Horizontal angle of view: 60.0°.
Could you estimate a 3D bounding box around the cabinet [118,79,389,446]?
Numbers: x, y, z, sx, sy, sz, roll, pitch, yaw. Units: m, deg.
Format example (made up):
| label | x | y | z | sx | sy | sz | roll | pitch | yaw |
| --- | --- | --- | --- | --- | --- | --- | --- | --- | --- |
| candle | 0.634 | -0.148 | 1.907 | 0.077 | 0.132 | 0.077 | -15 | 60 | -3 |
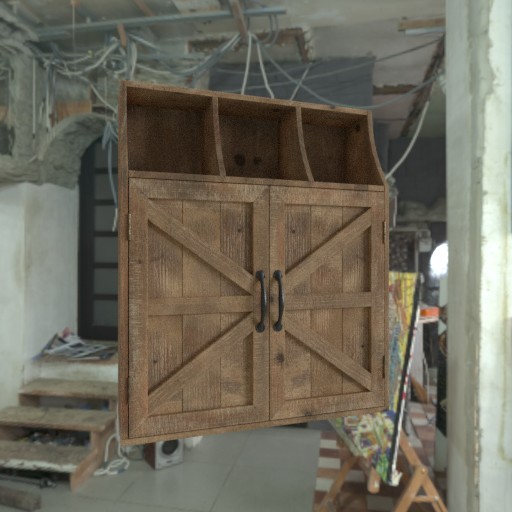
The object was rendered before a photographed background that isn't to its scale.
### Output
| label | x | y | z | sx | sy | sz | roll | pitch | yaw |
| --- | --- | --- | --- | --- | --- | --- | --- | --- | --- |
| cabinet | 0.000 | 0.000 | 0.831 | 0.489 | 0.590 | 0.184 | 0 | 0 | -19 |
